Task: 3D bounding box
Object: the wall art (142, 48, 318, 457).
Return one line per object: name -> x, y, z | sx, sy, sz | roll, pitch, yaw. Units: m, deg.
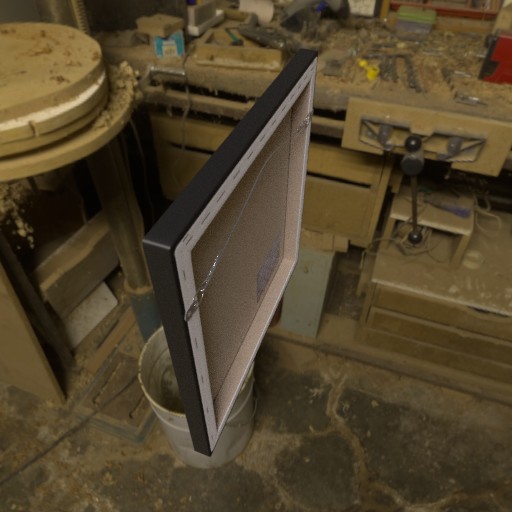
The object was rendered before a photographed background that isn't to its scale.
wall art -> 0.000, 0.000, 0.909 | 0.043, 0.611, 0.610 | 15, 47, 15
